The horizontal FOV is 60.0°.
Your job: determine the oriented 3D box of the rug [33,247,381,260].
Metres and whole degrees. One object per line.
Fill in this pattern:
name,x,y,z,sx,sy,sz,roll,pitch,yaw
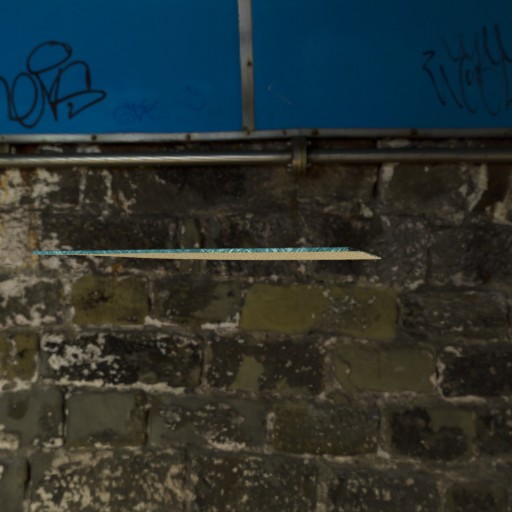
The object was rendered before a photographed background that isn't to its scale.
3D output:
rug,0.000,0.000,2.224,1.136,0.017,1.728,0,-1,19
